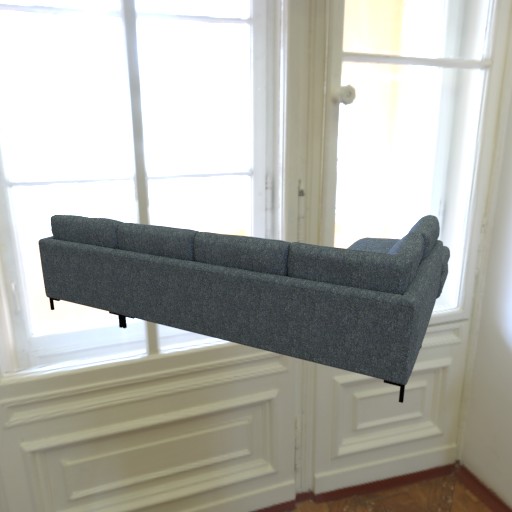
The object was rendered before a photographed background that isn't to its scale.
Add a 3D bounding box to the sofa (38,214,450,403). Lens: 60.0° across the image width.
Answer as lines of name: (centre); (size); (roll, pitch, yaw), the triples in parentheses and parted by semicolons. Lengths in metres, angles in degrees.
sofa: (0.000, 0.000, 3.537); (2.737, 0.756, 1.879); (8, 18, 26)
